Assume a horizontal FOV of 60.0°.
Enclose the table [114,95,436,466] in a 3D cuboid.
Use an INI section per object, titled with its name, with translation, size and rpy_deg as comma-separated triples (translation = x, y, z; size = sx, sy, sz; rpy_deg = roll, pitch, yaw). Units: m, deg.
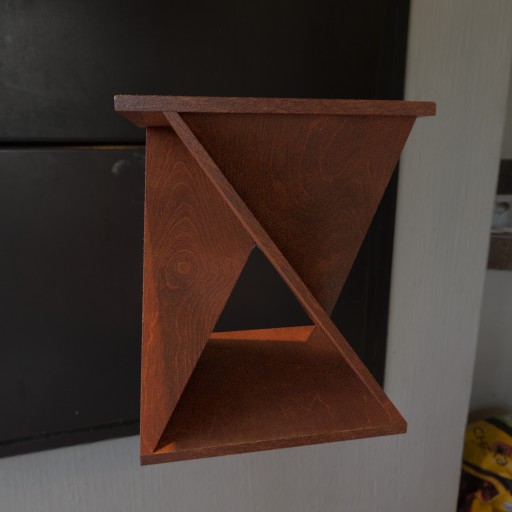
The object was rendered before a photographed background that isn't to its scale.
[table]
translation = 0.000, 0.000, 0.837
size = 0.427, 0.520, 0.427
rpy_deg = -3, 14, -10
